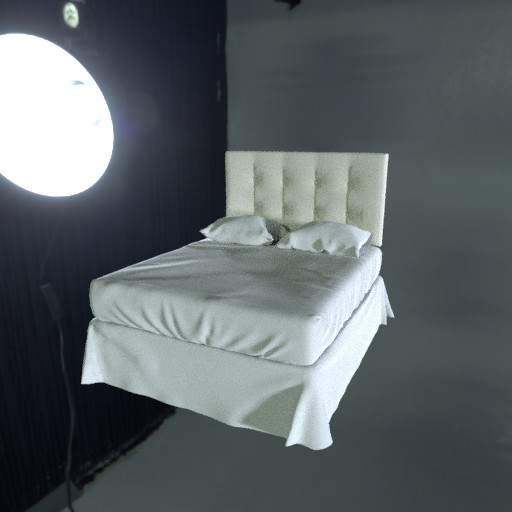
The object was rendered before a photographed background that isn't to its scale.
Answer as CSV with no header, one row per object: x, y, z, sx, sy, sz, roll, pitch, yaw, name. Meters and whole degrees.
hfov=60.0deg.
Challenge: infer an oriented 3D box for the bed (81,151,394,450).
0.000,0.000,3.559,1.936,1.577,2.222,7,17,25,bed
